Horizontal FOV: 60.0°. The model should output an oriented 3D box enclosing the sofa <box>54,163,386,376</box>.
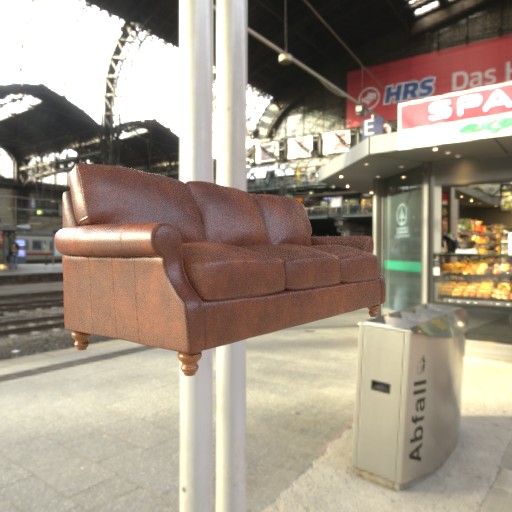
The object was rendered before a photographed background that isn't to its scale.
[{"bbox_3d":[0.000,0.000,2.912,0.973,0.977,2.351,1,1,37],"label":"sofa"}]
